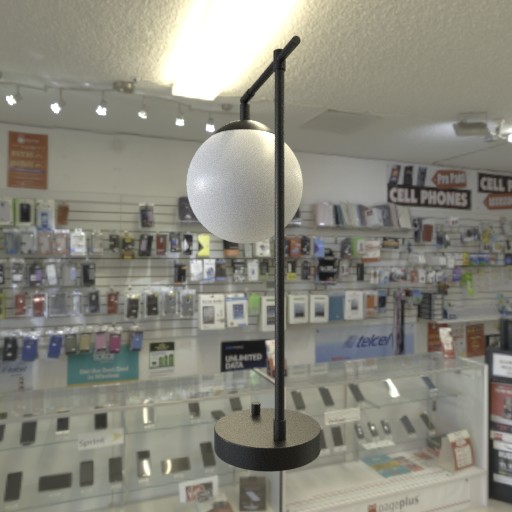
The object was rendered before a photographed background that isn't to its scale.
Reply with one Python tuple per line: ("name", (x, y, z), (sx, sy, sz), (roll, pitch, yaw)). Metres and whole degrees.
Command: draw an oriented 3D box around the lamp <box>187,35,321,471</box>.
("lamp", (0.000, 0.000, 0.700), (0.197, 0.559, 0.316), (0, 0, -19))
